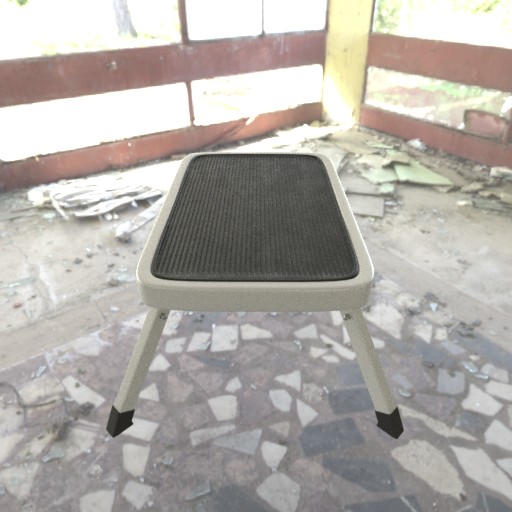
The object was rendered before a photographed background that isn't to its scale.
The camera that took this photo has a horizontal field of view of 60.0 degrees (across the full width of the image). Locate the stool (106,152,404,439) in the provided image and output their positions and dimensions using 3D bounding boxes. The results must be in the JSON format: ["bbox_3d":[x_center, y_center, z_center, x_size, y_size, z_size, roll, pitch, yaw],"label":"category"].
[{"bbox_3d":[0.000,0.000,0.618,0.320,0.170,0.460,0,32,0],"label":"stool"}]
